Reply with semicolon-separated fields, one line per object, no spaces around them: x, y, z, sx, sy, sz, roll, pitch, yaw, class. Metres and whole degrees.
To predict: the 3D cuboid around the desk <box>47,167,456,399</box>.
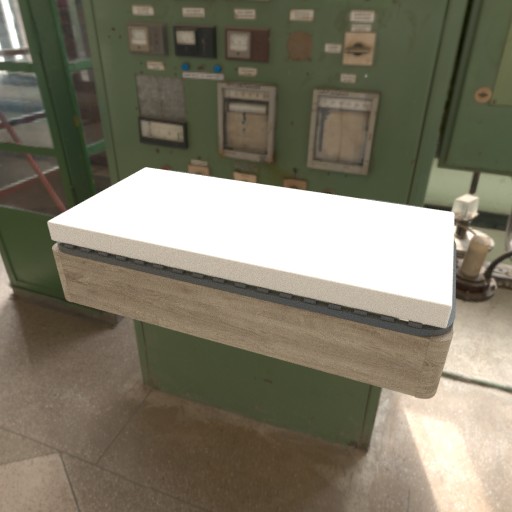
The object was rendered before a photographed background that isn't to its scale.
0.000;0.000;2.312;1.900;0.455;0.900;11;32;18;desk
